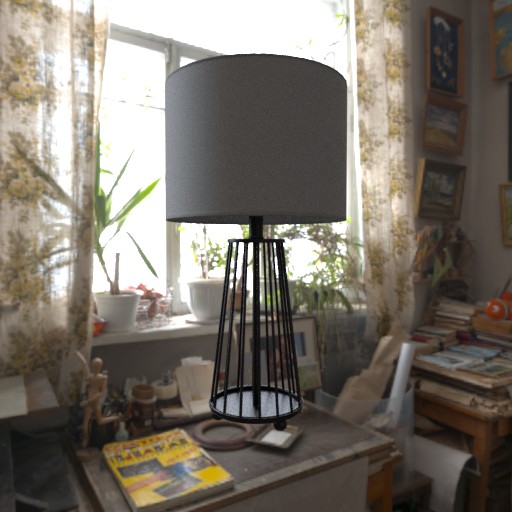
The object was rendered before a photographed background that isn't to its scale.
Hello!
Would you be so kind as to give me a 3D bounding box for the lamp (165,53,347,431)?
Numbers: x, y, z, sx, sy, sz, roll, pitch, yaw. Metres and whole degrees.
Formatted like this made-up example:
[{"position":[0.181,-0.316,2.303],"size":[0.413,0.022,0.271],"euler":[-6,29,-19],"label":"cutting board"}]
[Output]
[{"position":[0.000,0.000,0.805],"size":[0.322,0.593,0.322],"euler":[1,2,19],"label":"lamp"}]
